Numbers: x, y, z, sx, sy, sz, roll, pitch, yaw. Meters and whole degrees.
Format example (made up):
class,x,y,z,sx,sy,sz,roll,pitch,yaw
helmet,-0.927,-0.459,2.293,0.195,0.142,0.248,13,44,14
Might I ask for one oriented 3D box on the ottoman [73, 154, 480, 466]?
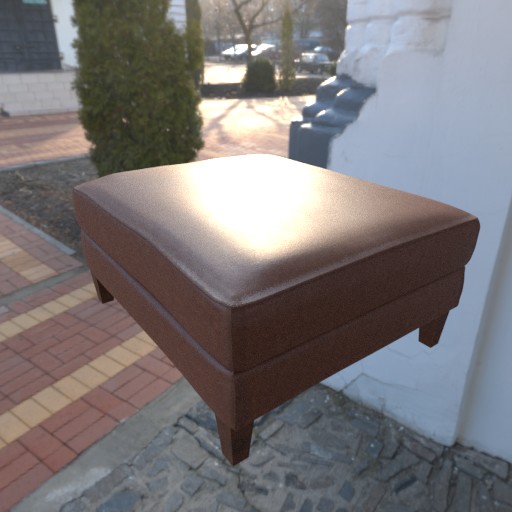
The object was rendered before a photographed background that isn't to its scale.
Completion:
class,x,y,z,sx,sy,sz,roll,pitch,yaw
ottoman,0.000,0.000,1.406,0.836,0.472,0.987,-17,30,-32
